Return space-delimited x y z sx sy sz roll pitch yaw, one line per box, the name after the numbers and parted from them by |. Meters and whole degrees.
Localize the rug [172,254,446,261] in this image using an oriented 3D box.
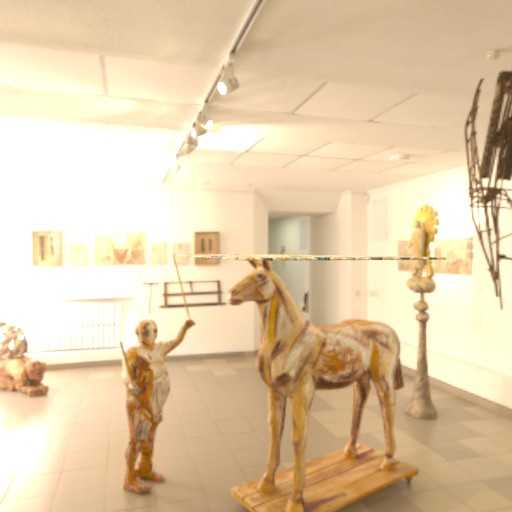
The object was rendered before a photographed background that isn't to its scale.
0.000 0.000 2.685 0.783 0.010 2.437 0 1 -17 | rug
